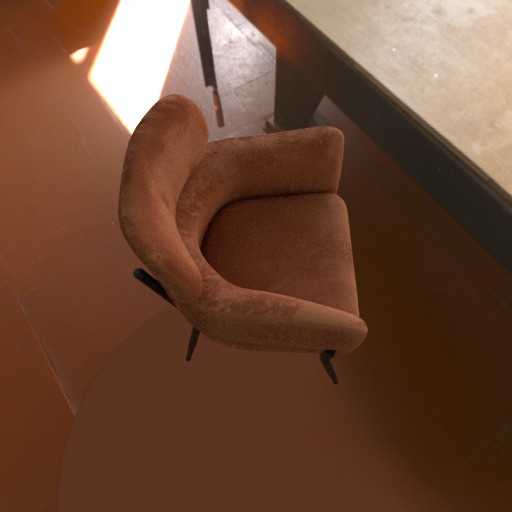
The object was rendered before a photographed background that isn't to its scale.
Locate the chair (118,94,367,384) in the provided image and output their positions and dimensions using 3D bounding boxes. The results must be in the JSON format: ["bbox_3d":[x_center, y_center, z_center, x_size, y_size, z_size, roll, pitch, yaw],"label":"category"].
[{"bbox_3d":[0.000,0.000,1.164,0.523,0.772,0.561,-1,65,0],"label":"chair"}]
